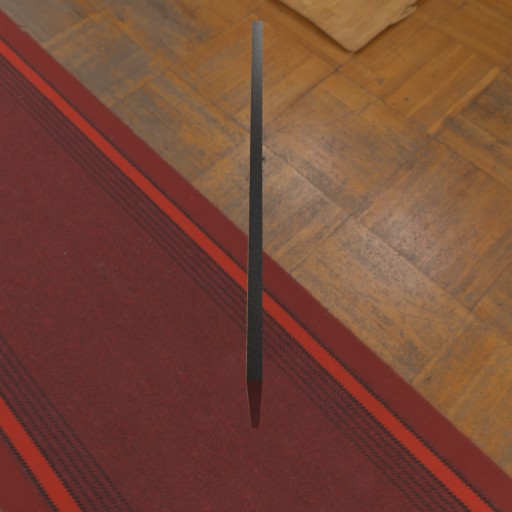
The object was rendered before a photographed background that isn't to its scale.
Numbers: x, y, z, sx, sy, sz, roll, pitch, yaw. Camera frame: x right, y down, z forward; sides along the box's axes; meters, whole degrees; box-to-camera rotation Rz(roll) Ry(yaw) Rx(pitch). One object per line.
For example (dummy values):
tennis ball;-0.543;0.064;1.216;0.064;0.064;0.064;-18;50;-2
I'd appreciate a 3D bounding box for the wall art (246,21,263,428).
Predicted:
wall art;0.000;0.000;0.664;0.014;0.445;0.446;0;64;0
